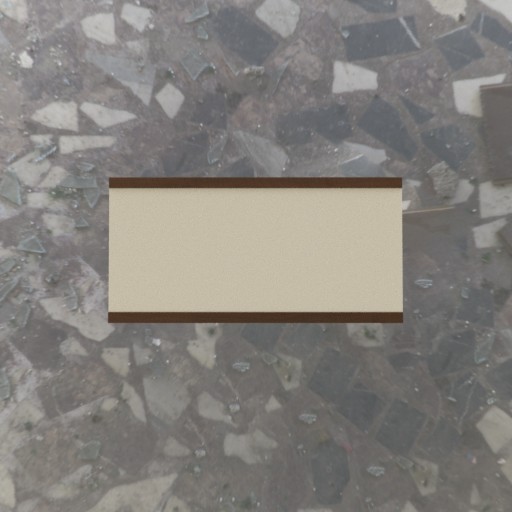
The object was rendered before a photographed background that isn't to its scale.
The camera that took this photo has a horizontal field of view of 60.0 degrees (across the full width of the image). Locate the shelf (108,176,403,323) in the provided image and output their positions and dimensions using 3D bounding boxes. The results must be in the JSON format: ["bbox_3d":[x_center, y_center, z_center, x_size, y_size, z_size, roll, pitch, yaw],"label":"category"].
[{"bbox_3d":[0.000,0.000,0.736,0.290,0.600,0.147,0,89,0],"label":"shelf"}]
